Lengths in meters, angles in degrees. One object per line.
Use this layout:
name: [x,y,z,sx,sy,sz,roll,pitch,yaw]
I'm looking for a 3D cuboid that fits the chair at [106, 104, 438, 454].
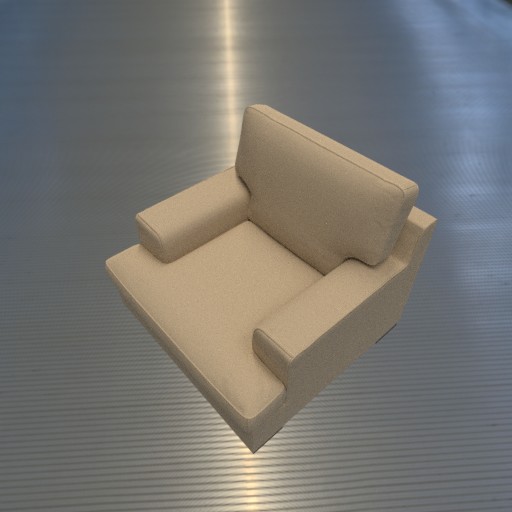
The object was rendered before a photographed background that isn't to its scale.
chair: [0.000,0.000,2.204,1.293,1.005,1.274,32,53,28]
